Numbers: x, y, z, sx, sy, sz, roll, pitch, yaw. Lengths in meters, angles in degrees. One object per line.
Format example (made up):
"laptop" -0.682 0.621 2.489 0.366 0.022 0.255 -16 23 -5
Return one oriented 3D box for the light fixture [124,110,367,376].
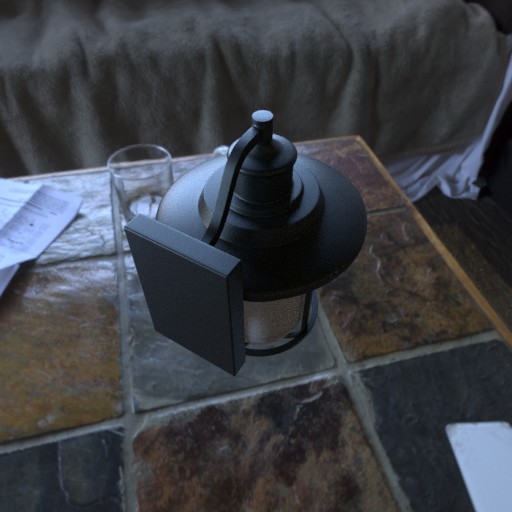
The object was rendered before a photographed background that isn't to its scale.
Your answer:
"light fixture" 0.000 0.000 0.511 0.222 0.345 0.252 24 52 21
